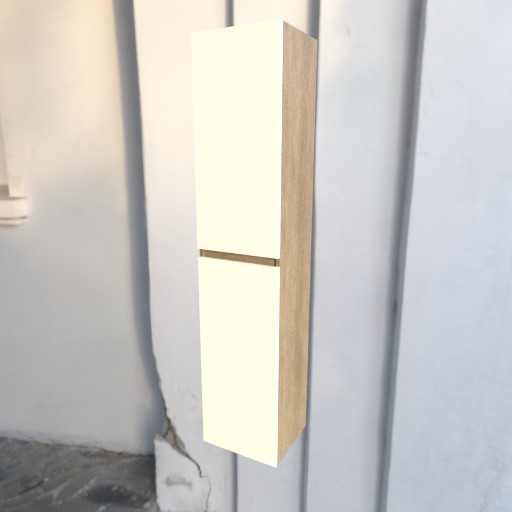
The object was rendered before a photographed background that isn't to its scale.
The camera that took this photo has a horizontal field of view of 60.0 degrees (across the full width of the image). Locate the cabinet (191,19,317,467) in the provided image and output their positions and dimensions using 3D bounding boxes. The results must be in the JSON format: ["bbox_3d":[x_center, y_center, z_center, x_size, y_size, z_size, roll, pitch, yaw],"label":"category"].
[{"bbox_3d":[0.000,0.000,1.539,0.300,1.400,0.270,7,15,28],"label":"cabinet"}]
